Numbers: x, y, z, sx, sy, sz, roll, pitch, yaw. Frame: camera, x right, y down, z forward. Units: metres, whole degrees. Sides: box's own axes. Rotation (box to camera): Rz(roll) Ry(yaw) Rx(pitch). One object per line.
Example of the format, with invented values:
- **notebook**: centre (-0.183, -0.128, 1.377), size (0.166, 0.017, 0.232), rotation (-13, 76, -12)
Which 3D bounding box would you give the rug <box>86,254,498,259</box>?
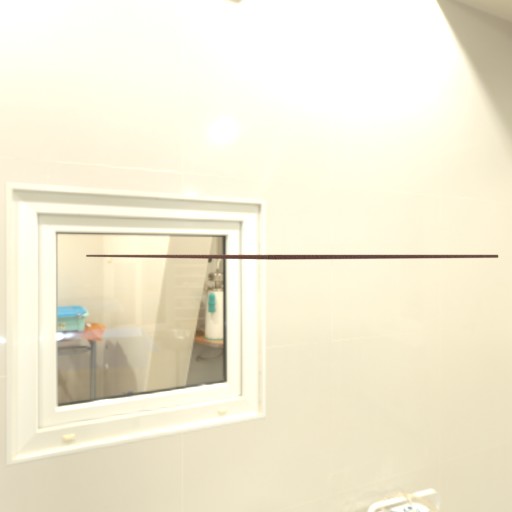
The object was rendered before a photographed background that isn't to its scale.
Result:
- **rug**: centre (0.000, 0.000, 5.674), size (3.033, 0.033, 4.578), rotation (0, 0, -35)
